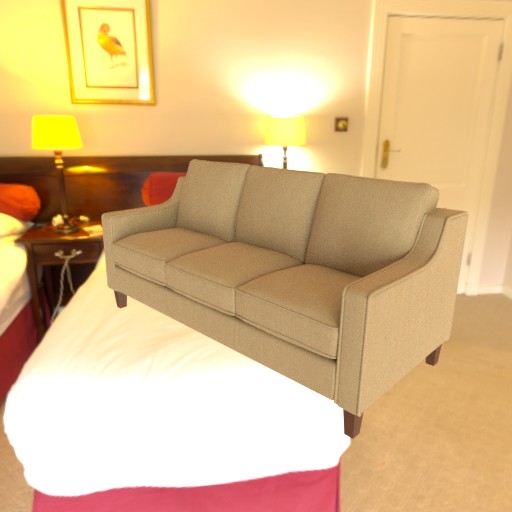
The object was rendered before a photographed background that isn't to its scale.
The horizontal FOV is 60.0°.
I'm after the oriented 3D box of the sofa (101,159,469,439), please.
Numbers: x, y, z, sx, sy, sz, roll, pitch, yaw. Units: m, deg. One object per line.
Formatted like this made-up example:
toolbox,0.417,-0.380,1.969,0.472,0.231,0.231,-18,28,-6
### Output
sofa,0.000,0.000,2.579,1.986,0.974,0.911,16,24,42
